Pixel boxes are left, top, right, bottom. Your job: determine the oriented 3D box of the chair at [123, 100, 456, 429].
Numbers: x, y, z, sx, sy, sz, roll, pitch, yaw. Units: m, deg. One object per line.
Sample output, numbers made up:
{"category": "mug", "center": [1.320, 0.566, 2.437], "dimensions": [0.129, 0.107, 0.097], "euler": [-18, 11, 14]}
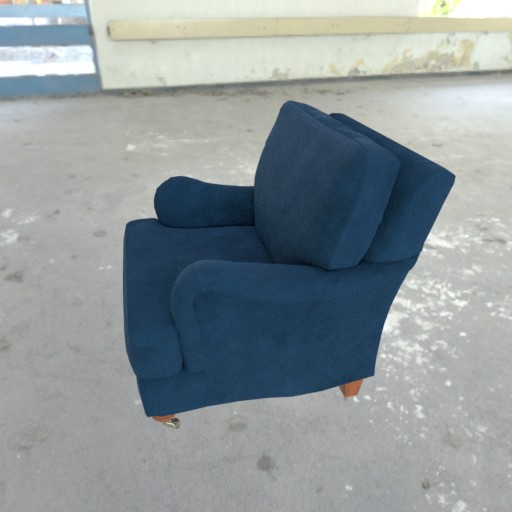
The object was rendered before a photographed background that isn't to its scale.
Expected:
{"category": "chair", "center": [0.000, 0.000, 1.819], "dimensions": [1.078, 1.076, 0.895], "euler": [-8, 31, -13]}
